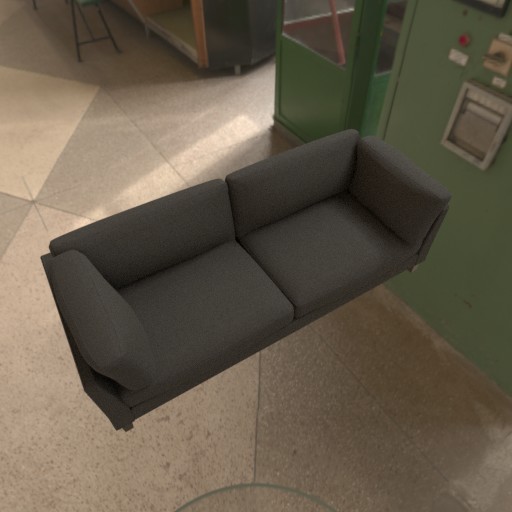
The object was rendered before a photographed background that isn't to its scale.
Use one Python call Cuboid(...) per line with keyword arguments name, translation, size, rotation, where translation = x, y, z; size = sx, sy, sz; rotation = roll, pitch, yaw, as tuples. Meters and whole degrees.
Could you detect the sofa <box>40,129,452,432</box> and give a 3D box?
Cuboid(name="sofa", translation=(0.000, 0.000, 2.739), size=(2.312, 0.792, 0.969), rotation=(-25, 52, -21))
